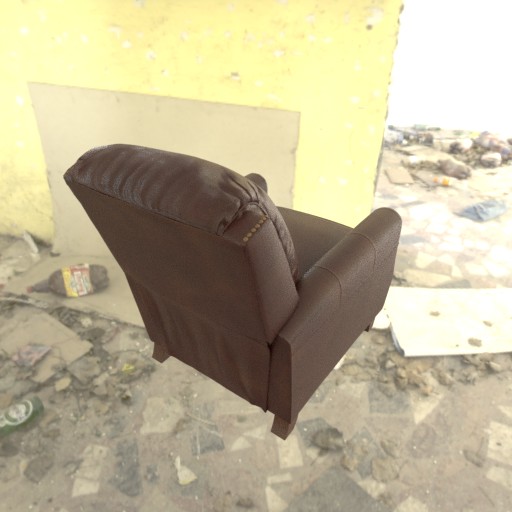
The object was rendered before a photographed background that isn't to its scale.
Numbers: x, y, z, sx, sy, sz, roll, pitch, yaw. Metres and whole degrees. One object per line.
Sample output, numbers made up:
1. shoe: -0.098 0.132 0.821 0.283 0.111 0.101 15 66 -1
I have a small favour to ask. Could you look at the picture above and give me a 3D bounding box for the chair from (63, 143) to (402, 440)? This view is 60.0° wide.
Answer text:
1. chair: 0.000 0.000 1.763 0.826 1.022 1.089 21 37 32
